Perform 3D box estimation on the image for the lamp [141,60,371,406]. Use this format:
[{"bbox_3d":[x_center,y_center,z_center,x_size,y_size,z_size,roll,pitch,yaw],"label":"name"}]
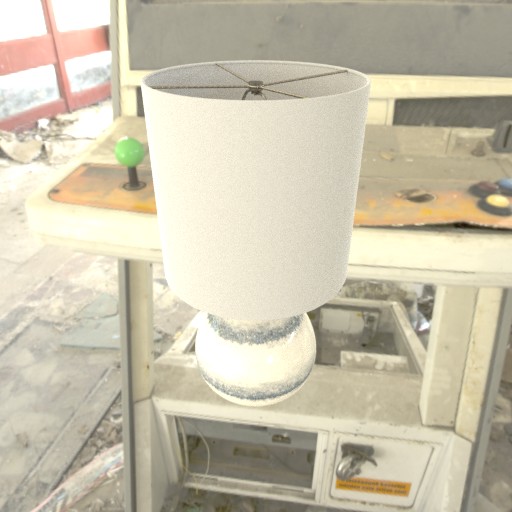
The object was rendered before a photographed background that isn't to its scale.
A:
[{"bbox_3d":[0.000,0.000,0.530,0.216,0.404,0.216,20,36,29],"label":"lamp"}]
